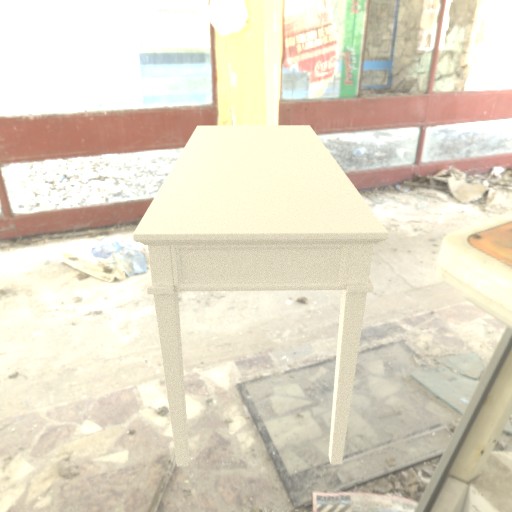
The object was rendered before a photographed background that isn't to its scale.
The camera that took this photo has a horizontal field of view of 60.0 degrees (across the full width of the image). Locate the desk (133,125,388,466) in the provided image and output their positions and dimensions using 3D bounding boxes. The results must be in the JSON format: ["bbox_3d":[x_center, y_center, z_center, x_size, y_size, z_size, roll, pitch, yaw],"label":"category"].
[{"bbox_3d":[0.000,0.000,1.751,0.559,0.774,1.372,0,26,-1],"label":"desk"}]
